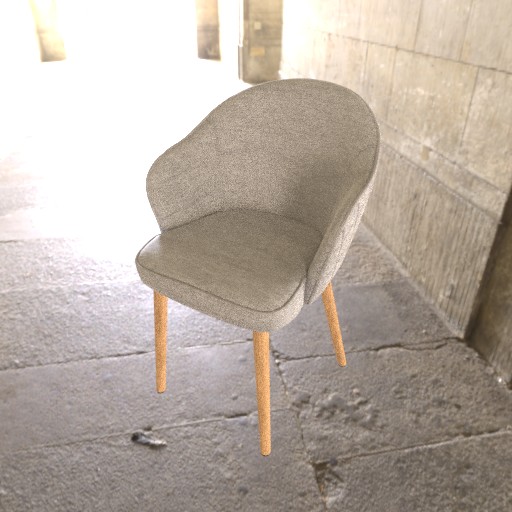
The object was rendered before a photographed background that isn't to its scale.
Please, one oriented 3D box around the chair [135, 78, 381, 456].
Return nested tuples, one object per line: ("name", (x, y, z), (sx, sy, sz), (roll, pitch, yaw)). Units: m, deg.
("chair", (0.000, 0.000, 1.150), (0.540, 0.800, 0.530), (19, 35, 29))
